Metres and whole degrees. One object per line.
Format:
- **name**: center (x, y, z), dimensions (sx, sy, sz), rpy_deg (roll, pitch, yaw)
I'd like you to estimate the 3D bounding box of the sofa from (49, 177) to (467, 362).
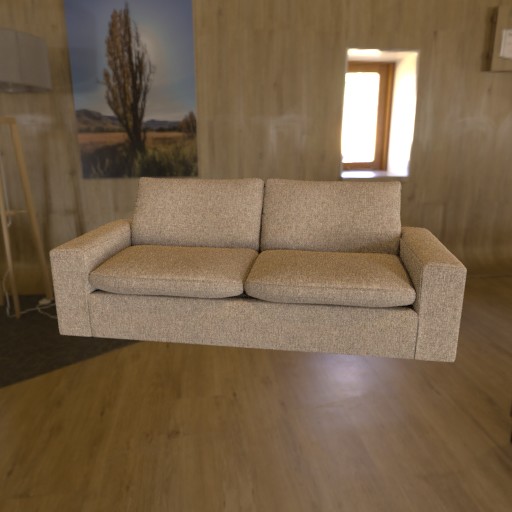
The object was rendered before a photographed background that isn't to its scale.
- **sofa**: center (0.000, 0.000, 2.858), dimensions (2.299, 0.922, 1.040), rpy_deg (2, 15, 8)
